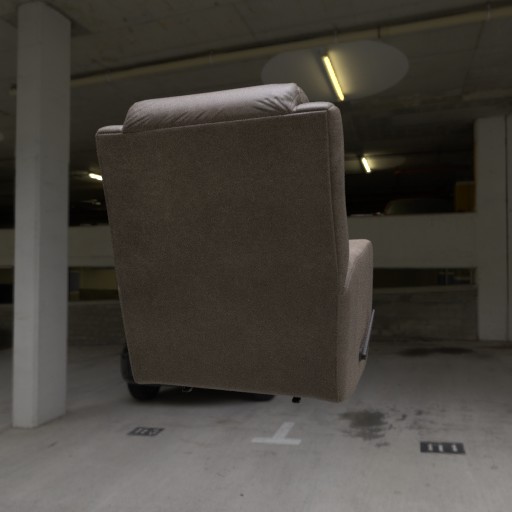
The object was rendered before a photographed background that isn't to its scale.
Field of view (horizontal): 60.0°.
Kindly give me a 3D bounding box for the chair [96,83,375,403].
[{"bbox_3d":[0.000,0.000,1.928,0.967,1.116,1.068,0,-1,19],"label":"chair"}]
